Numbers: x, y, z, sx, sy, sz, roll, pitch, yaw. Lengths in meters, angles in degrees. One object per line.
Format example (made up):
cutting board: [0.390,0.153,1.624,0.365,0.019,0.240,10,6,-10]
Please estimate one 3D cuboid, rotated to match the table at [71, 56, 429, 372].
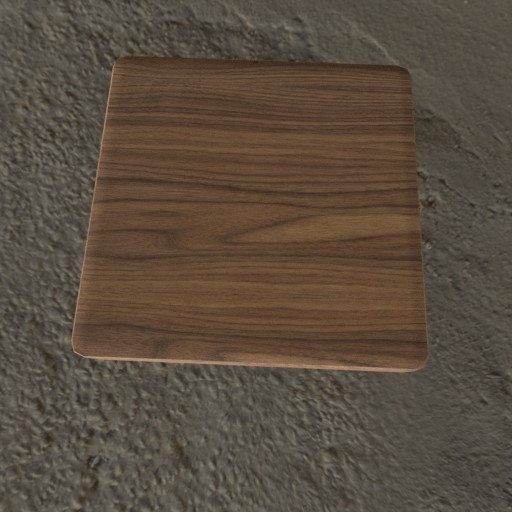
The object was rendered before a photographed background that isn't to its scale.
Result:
table: [0.000,0.000,0.959,0.480,0.641,0.479,2,74,1]
